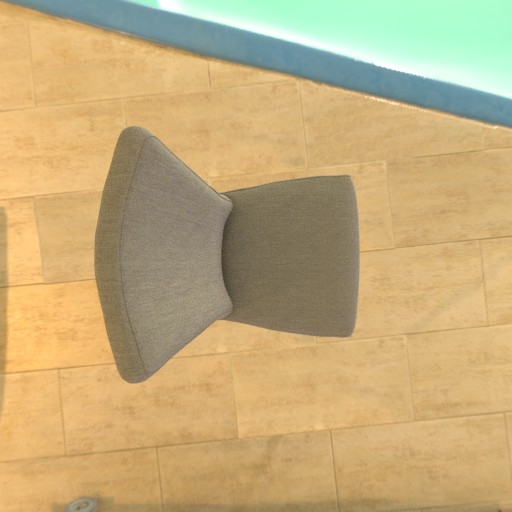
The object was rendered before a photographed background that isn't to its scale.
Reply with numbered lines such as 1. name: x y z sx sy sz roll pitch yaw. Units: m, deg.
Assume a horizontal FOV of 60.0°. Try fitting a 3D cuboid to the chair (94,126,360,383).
1. chair: 0.000 0.000 1.361 0.660 0.991 0.520 0 90 0
